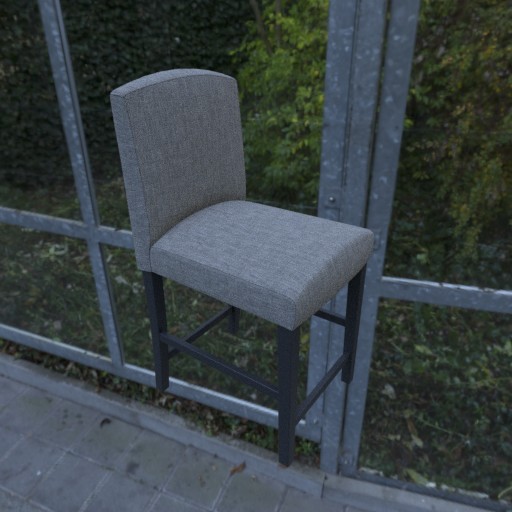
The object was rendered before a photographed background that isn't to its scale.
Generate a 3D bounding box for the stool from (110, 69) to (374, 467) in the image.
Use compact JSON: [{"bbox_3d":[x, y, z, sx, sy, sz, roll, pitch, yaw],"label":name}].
[{"bbox_3d":[0.000,0.000,1.265,0.552,0.966,0.451,18,32,31],"label":"stool"}]
